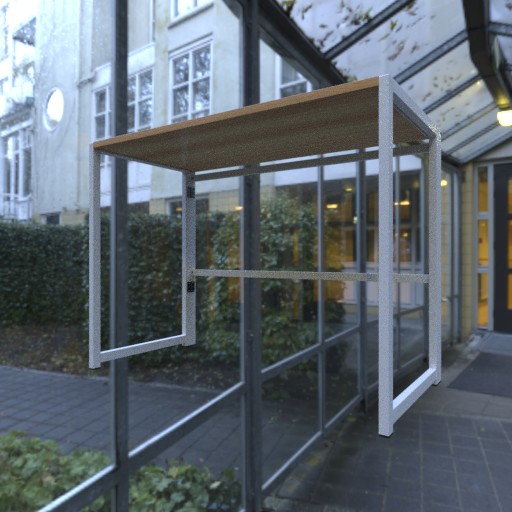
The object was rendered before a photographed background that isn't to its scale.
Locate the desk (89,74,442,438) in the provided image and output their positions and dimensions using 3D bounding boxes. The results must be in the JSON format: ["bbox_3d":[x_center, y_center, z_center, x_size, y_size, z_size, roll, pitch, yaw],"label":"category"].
[{"bbox_3d":[0.000,0.000,1.417,1.016,0.762,0.508,0,0,34],"label":"desk"}]
